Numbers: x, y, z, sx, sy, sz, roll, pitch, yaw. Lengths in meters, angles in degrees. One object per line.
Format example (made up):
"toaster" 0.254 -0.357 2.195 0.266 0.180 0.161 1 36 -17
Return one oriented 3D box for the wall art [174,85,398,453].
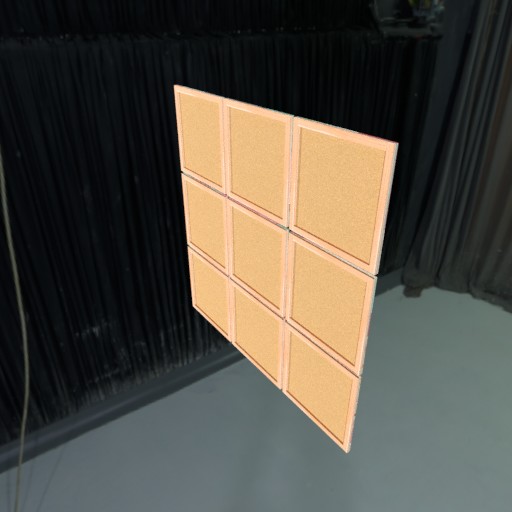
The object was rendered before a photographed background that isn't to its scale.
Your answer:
"wall art" 0.000 0.000 1.398 0.012 0.910 0.911 -20 35 -31
